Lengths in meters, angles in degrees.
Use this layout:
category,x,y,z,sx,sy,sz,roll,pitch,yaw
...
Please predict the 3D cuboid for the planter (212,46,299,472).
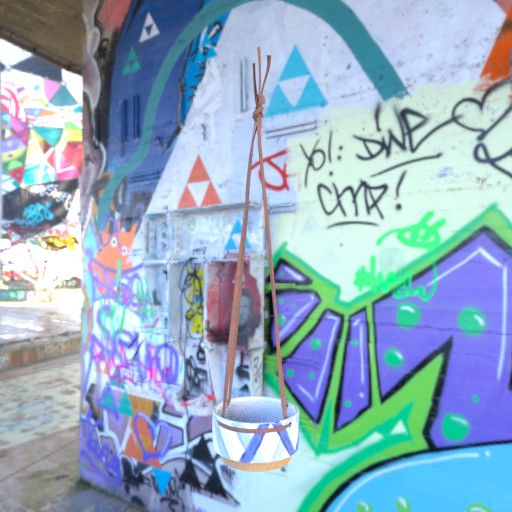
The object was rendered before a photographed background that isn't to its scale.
category,x,y,z,sx,sy,sz,roll,pitch,yaw
planter,0.000,0.000,0.841,0.166,0.751,0.166,-1,-1,35
